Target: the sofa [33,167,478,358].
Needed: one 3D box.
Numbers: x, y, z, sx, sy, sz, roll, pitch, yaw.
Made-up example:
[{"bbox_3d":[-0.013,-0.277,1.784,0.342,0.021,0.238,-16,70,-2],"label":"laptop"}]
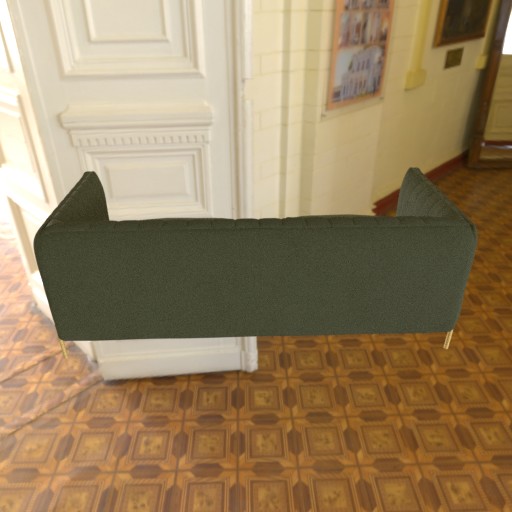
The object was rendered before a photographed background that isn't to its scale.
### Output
[{"bbox_3d":[0.000,0.000,2.561,2.137,0.793,0.896,-1,30,-2],"label":"sofa"}]
